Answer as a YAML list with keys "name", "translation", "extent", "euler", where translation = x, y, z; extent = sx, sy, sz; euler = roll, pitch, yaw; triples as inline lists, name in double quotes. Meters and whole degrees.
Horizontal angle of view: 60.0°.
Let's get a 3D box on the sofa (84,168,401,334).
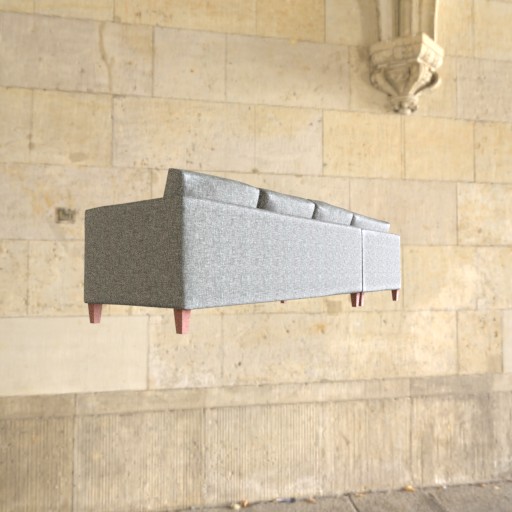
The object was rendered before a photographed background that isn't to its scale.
- name: "sofa"
  translation: [0.000, 0.000, 4.196]
  extent: [1.635, 0.960, 3.485]
  euler: [-1, -2, 37]
